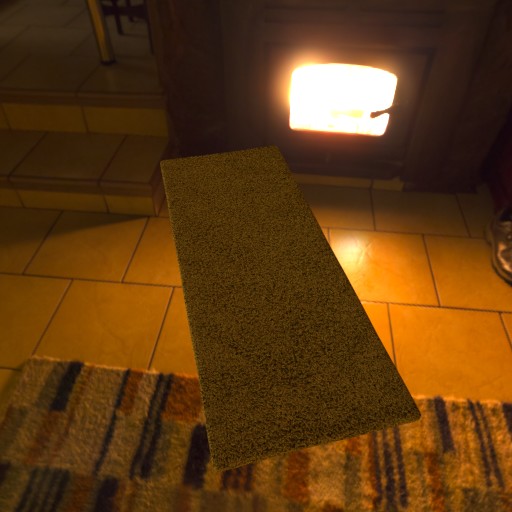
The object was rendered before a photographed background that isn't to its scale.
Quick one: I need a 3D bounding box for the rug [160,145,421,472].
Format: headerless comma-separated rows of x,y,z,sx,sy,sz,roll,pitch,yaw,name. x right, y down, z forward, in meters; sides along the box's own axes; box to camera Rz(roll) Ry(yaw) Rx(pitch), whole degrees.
0.000,0.000,1.748,0.609,0.030,1.524,-10,46,-10,rug
